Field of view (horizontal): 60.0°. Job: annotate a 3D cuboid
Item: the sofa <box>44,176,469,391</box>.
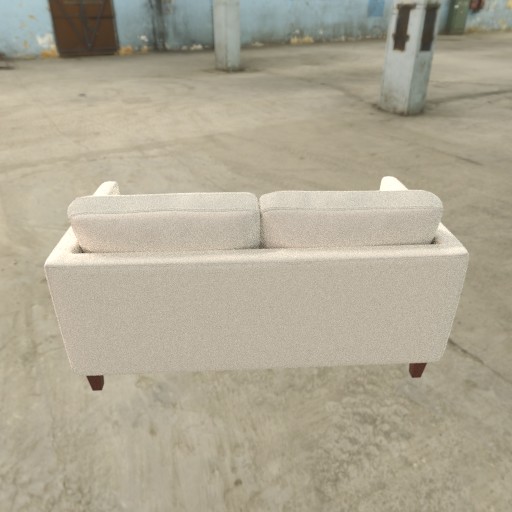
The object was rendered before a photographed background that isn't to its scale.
[{"bbox_3d":[0.000,0.000,2.248,1.702,0.888,0.964,-1,29,-3],"label":"sofa"}]
